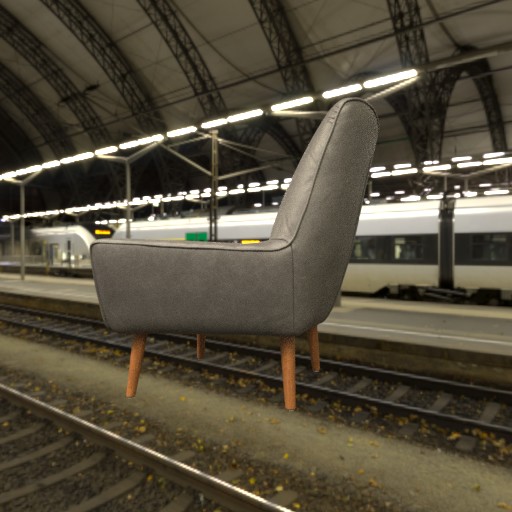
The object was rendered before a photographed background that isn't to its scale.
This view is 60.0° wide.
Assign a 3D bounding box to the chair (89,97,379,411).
[{"bbox_3d":[0.000,0.000,1.538,0.822,0.888,0.787,0,1,17],"label":"chair"}]
